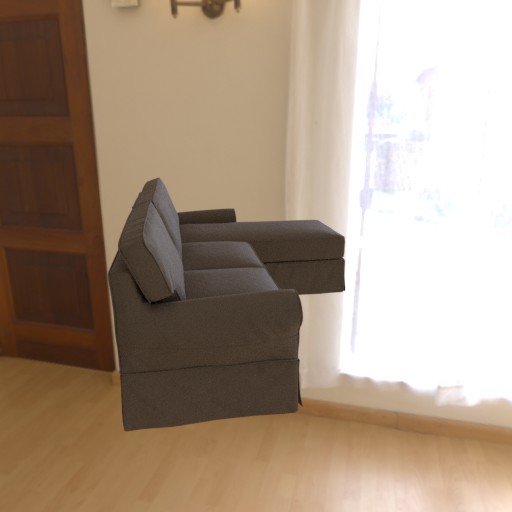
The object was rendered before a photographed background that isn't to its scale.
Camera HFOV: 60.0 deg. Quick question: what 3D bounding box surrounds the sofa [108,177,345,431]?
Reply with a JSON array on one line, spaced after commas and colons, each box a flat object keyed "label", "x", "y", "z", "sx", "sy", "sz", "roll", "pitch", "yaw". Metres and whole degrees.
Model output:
[{"label": "sofa", "x": 0.000, "y": 0.000, "z": 3.255, "sx": 1.733, "sy": 0.978, "sz": 2.475, "roll": -3, "pitch": 16, "yaw": -10}]
